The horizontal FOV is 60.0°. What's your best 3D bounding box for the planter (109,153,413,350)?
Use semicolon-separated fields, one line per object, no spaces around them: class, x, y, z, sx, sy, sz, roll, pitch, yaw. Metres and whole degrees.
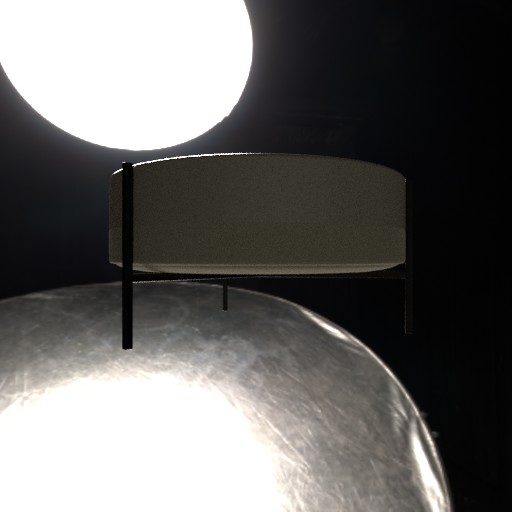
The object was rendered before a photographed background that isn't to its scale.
planter;0.000;0.000;0.533;0.336;0.171;0.345;0;0;-17
